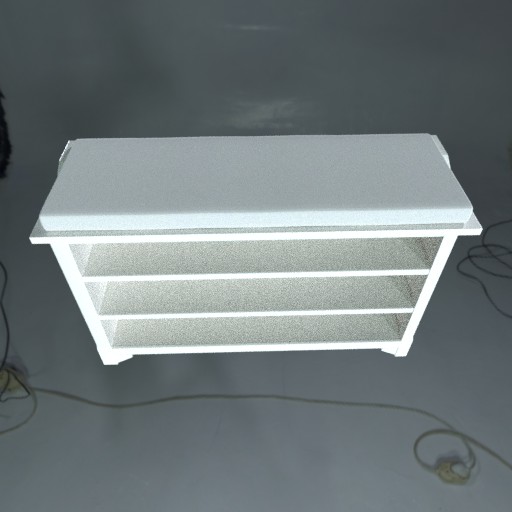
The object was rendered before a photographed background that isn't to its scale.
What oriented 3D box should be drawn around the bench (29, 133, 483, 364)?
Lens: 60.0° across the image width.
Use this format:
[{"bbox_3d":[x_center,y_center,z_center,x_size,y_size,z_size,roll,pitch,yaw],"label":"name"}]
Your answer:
[{"bbox_3d":[0.000,0.000,1.260,0.987,0.589,0.346,-1,45,-1],"label":"bench"}]
